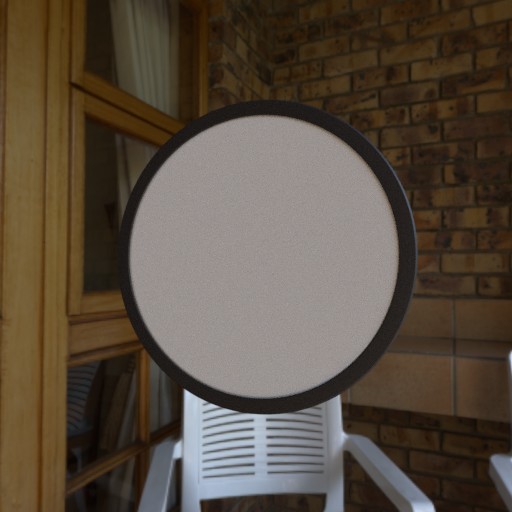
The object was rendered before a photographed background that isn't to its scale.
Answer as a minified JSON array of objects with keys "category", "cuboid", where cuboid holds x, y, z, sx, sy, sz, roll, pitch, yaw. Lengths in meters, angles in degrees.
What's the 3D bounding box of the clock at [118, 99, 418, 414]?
[{"category":"clock","cuboid":[0.000,0.000,0.429,0.293,0.293,0.040,-1,-2,18]}]
